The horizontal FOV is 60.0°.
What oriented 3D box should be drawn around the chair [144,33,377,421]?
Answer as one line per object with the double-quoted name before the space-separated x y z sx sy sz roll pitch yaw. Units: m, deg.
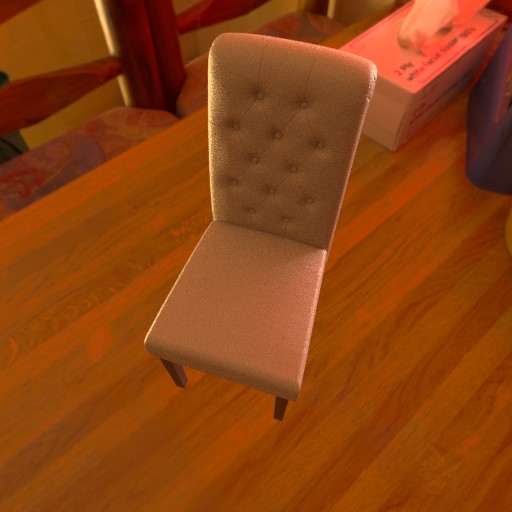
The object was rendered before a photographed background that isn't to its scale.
"chair" 0.000 0.000 1.322 0.456 1.006 0.671 15 59 10
